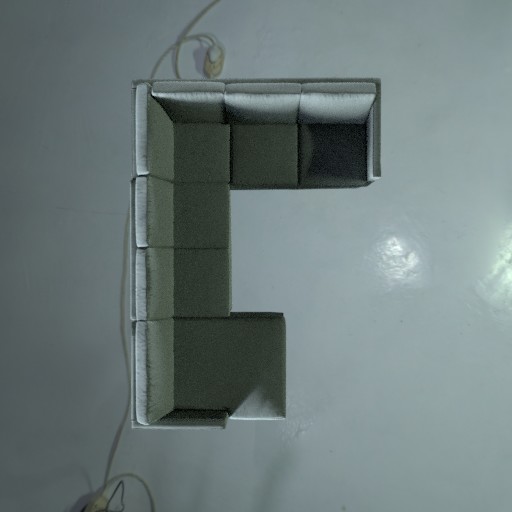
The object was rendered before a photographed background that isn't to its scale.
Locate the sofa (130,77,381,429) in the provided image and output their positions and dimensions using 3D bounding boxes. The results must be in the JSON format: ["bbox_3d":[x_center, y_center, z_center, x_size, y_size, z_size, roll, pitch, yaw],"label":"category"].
[{"bbox_3d":[0.000,0.000,4.538,2.440,0.869,3.434,0,91,1],"label":"sofa"}]
